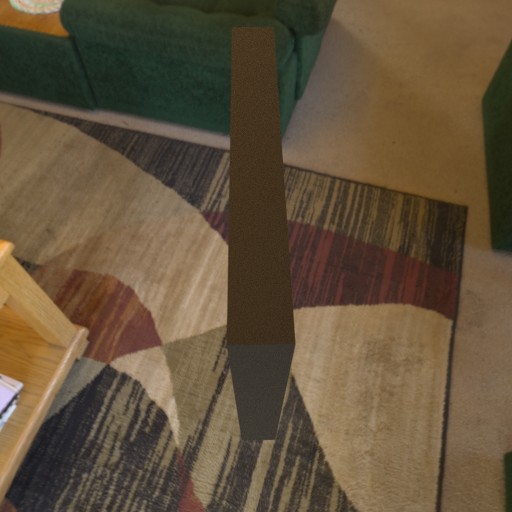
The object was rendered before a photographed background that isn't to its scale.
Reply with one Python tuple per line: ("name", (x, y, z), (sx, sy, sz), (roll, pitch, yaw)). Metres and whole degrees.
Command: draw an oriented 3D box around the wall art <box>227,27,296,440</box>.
("wall art", (0.000, 0.000, 0.454), (0.038, 0.304, 0.304), (-1, 58, -1))
